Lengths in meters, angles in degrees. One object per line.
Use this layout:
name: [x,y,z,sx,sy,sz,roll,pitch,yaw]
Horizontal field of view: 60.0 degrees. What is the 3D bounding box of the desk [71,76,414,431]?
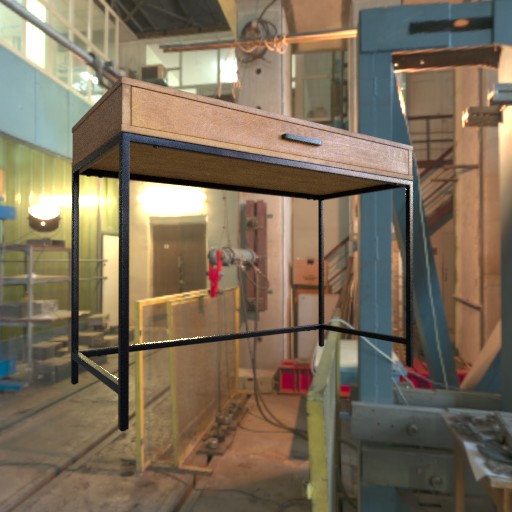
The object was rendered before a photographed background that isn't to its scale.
desk: [0.000,0.000,1.420,1.016,0.762,0.470,0,-1,-35]
